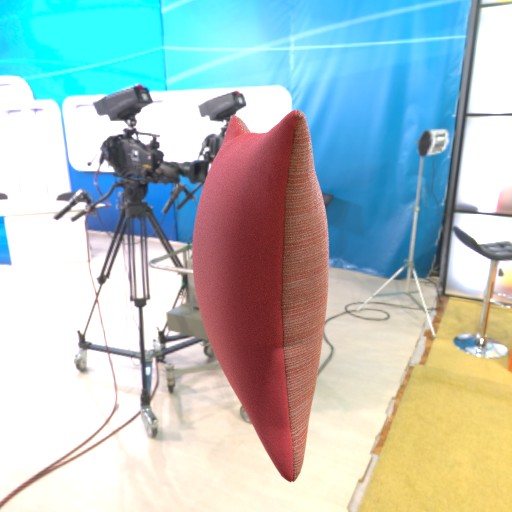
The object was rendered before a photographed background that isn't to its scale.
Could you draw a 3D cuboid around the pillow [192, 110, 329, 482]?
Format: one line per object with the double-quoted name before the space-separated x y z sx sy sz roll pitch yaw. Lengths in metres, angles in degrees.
"pillow" 0.000 0.000 0.808 0.229 0.501 0.559 -3 17 -10
